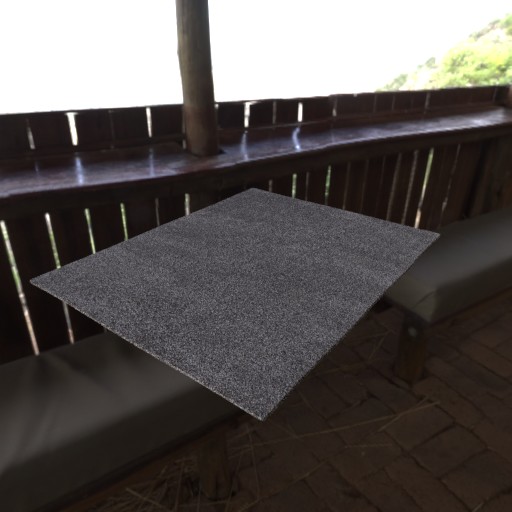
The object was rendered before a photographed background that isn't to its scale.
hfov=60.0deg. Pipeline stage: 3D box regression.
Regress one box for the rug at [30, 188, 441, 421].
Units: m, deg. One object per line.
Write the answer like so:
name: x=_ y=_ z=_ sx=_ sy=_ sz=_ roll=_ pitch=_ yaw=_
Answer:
rug: x=0.000 y=0.000 z=4.054 sx=2.401 sy=0.025 sz=3.000 roll=19 pitch=33 yaw=33
